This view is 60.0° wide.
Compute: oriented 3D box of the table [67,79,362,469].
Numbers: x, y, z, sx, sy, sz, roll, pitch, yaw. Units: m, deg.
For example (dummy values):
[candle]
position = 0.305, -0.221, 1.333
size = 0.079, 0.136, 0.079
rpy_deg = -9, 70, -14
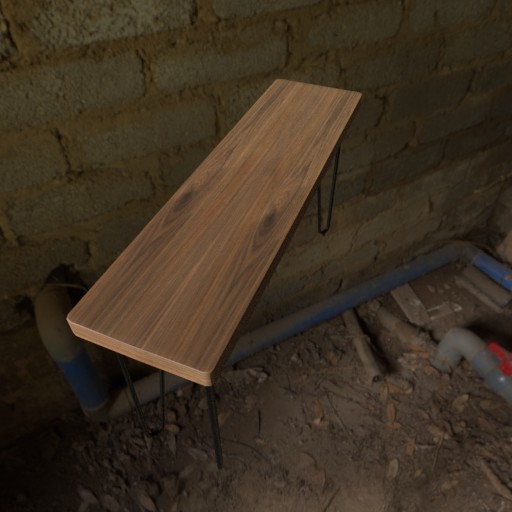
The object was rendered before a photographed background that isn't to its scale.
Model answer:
[table]
position = 0.000, 0.000, 1.882
size = 0.425, 0.834, 1.570
rpy_deg = 16, 47, 16
